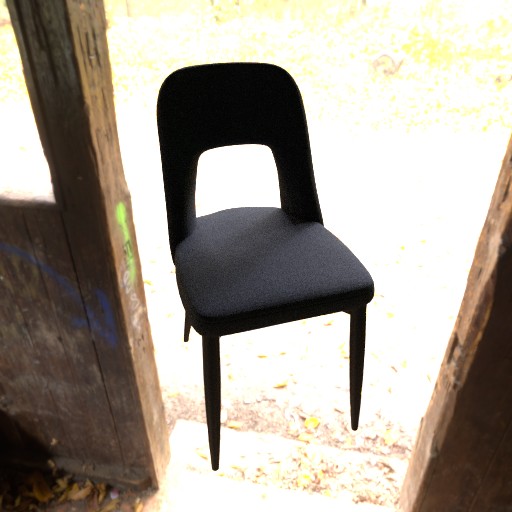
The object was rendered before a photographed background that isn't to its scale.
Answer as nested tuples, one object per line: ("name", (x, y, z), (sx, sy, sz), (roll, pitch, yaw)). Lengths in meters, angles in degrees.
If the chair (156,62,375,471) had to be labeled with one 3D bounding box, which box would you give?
("chair", (0.000, 0.000, 1.242), (0.470, 0.931, 0.612), (-9, 33, -15))
